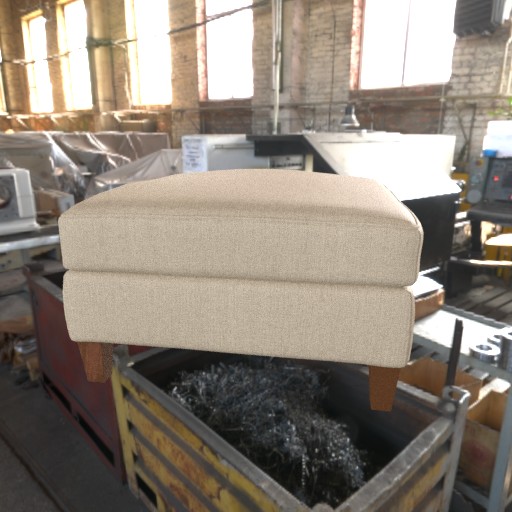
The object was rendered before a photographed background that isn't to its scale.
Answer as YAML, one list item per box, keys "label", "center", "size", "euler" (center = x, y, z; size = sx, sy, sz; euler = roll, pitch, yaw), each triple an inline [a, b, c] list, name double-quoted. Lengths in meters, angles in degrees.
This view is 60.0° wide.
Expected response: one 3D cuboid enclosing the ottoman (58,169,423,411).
- label: "ottoman"
  center: [0.000, 0.000, 1.389]
  size: [0.838, 0.503, 0.838]
  euler: [3, 16, 9]
